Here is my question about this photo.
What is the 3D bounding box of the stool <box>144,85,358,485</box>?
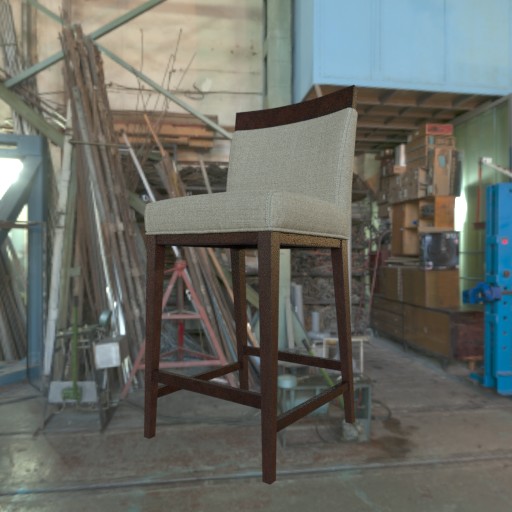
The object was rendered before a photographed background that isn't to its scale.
[{"bbox_3d":[0.000,0.000,1.296,0.463,1.011,0.480,0,1,36],"label":"stool"}]
